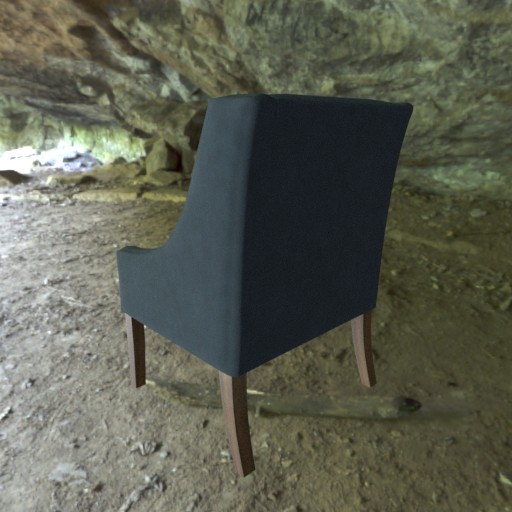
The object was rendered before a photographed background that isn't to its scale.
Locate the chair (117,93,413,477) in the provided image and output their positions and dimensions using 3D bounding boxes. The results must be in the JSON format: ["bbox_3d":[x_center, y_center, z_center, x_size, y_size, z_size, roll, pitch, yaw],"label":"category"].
[{"bbox_3d":[0.000,0.000,1.349,0.629,0.895,0.629,-15,22,-41],"label":"chair"}]
